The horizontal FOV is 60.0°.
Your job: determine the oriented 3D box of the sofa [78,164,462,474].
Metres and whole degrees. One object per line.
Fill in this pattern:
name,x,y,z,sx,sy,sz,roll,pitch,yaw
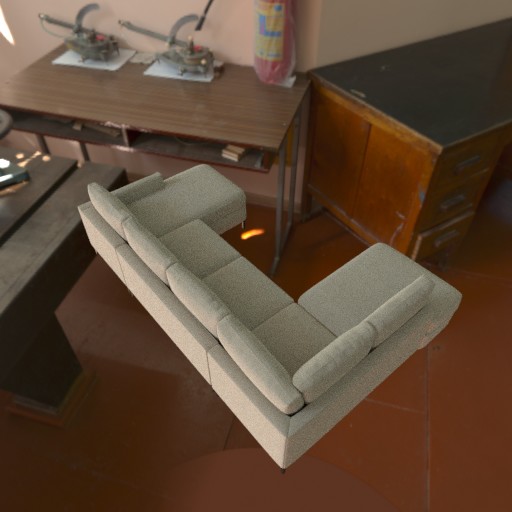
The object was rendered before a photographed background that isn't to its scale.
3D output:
sofa,0.000,0.000,3.998,1.989,0.862,2.984,-31,53,-27
